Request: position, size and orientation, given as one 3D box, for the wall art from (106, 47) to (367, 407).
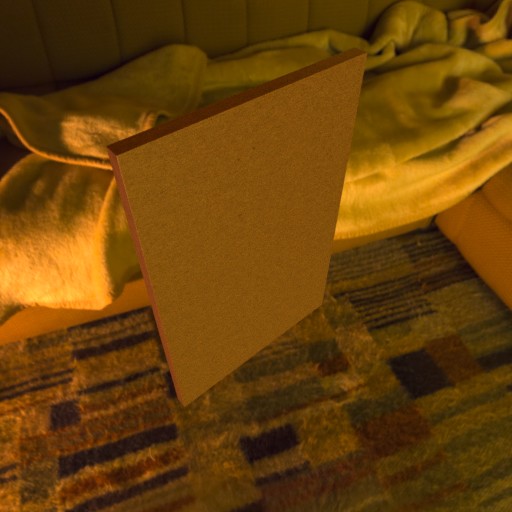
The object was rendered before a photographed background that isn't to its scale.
[{"bbox_3d":[0.000,0.000,1.179,0.610,0.914,0.037,-32,54,-26],"label":"wall art"}]
